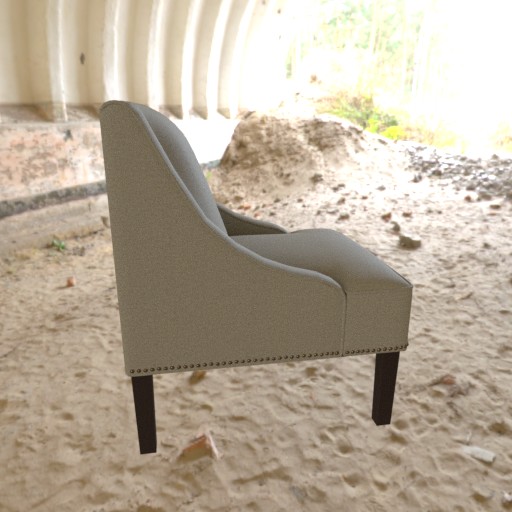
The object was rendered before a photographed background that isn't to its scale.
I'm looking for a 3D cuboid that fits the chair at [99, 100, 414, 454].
[{"bbox_3d":[0.000,0.000,1.332,0.737,0.864,0.610,-3,18,-9],"label":"chair"}]
